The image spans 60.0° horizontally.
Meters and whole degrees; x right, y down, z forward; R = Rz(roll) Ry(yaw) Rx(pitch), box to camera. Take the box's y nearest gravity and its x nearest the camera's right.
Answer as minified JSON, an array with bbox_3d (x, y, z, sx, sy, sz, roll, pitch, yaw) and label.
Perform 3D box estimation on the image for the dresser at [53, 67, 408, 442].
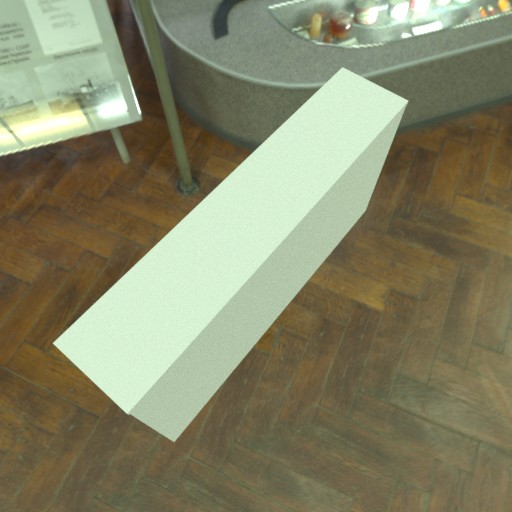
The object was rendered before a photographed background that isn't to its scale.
[{"bbox_3d":[0.000,0.000,1.890,0.333,0.790,1.535,35,67,17],"label":"dresser"}]
